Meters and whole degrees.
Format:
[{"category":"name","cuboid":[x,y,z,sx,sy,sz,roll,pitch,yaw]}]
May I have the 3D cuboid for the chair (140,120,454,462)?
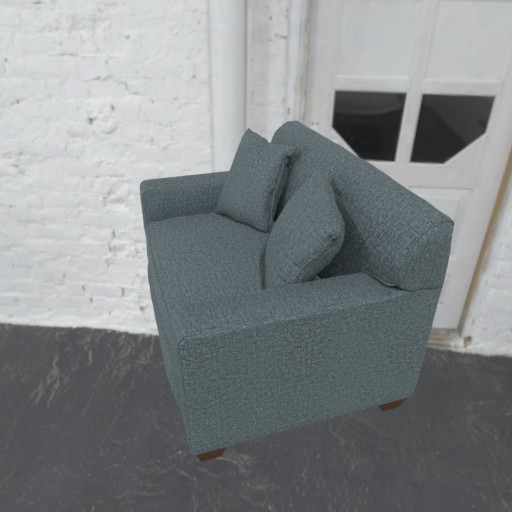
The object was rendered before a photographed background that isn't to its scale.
[{"category":"chair","cuboid":[0.000,0.000,2.094,1.000,0.948,1.383,-9,32,-15]}]
